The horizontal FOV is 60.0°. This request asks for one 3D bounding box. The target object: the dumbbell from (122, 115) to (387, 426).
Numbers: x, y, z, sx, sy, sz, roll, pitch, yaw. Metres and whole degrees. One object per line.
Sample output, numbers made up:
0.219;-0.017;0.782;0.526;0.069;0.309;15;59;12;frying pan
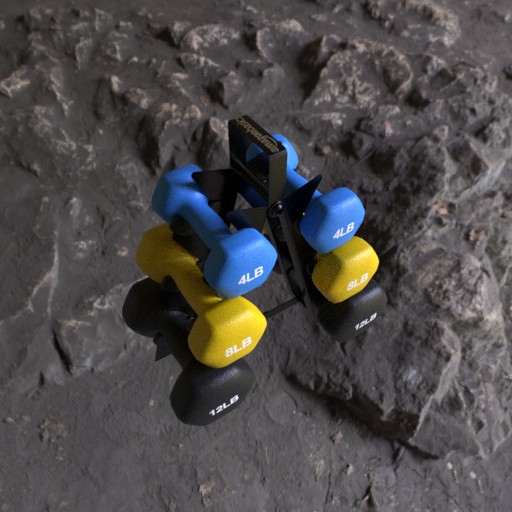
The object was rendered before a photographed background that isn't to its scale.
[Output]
0.000;0.000;0.678;0.409;0.426;0.255;-25;52;-21;dumbbell
